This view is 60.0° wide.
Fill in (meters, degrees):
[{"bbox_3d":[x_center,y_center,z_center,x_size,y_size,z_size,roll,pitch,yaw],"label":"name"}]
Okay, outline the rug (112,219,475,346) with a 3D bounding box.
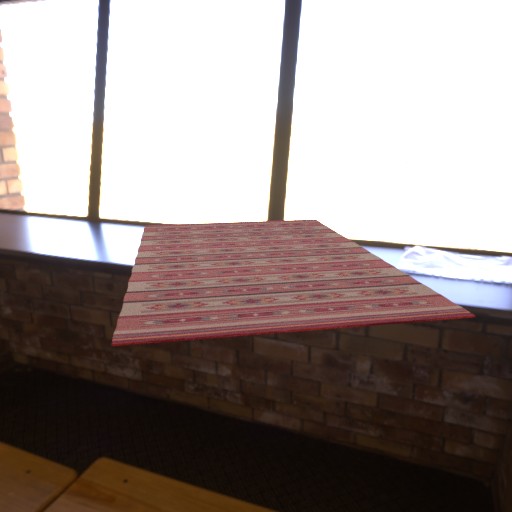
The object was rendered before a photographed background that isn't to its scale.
[{"bbox_3d":[0.000,0.000,2.291,1.223,0.008,1.817,-3,16,-10],"label":"rug"}]
